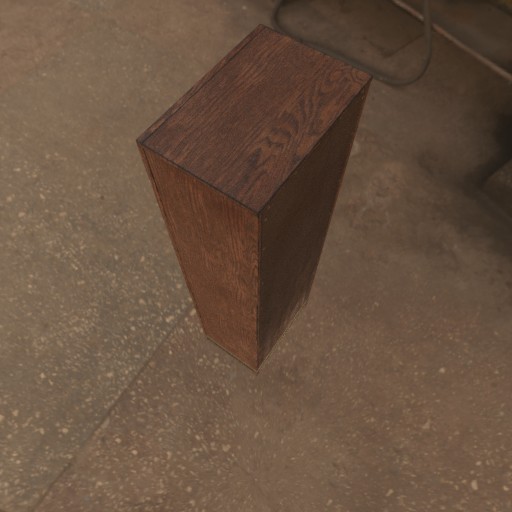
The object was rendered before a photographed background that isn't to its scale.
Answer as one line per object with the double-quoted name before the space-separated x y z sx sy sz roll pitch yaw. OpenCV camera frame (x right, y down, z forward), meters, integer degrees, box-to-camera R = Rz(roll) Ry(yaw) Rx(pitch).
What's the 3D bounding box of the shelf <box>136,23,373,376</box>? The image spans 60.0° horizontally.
"shelf" 0.000 0.000 1.915 0.395 1.732 0.539 32 68 15
